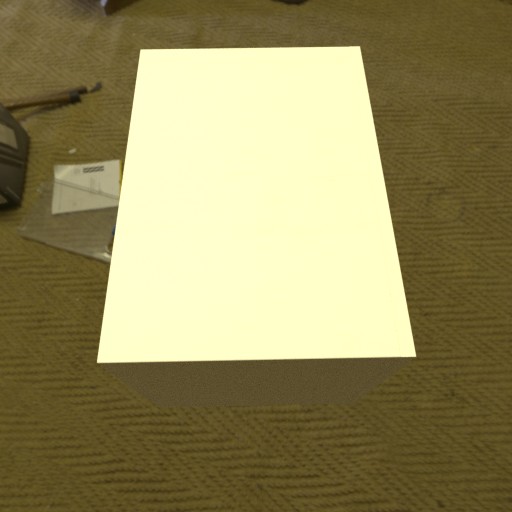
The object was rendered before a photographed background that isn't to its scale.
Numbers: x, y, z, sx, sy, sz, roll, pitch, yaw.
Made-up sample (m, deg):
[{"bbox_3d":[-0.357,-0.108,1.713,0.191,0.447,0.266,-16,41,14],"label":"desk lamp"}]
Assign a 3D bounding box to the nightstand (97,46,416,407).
[{"bbox_3d":[0.000,0.000,1.005,0.447,0.604,0.614,-1,64,-1],"label":"nightstand"}]
